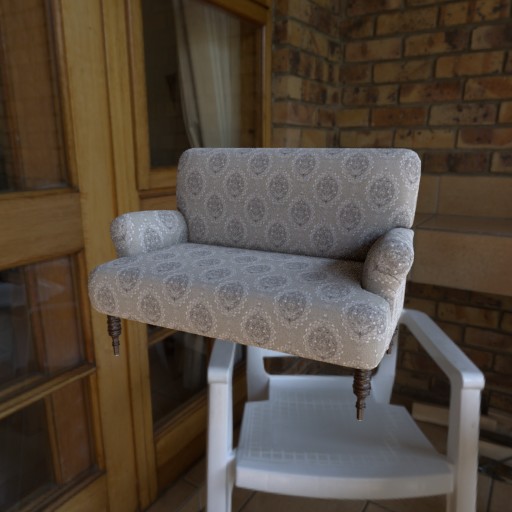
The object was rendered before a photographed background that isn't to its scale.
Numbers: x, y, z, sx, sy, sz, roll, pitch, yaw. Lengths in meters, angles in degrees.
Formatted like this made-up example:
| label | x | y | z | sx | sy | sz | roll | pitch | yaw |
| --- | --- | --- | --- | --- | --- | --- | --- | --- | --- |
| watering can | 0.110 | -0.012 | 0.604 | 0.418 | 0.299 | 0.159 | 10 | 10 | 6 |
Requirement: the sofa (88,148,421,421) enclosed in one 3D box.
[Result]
| label | x | y | z | sx | sy | sz | roll | pitch | yaw |
| --- | --- | --- | --- | --- | --- | --- | --- | --- | --- |
| sofa | 0.000 | 0.000 | 1.887 | 1.297 | 0.889 | 0.779 | 7 | 16 | 25 |
